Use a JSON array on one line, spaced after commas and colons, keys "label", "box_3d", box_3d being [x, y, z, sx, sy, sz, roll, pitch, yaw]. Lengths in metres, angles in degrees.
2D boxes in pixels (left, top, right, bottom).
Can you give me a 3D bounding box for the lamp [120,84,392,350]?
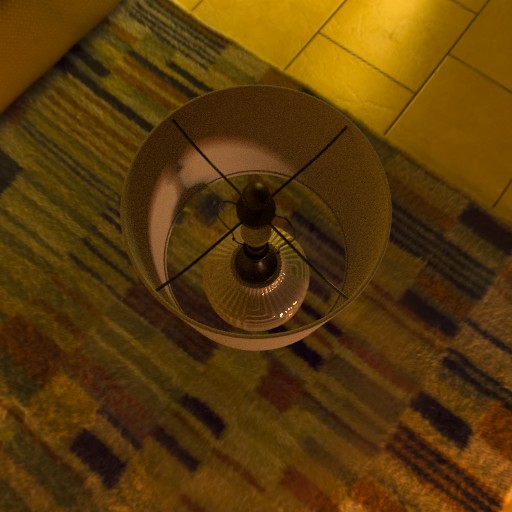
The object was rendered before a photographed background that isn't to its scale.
[{"label": "lamp", "box_3d": [0.000, 0.000, 0.760, 0.318, 0.567, 0.318, 0, 75, 0]}]
